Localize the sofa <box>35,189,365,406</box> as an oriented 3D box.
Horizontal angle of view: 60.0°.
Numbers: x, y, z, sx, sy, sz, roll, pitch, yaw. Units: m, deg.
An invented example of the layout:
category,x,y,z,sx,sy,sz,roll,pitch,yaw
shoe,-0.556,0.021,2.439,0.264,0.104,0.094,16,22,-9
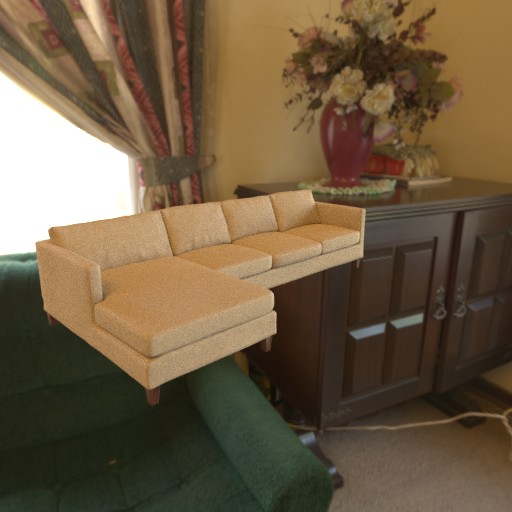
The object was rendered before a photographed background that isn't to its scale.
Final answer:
category,x,y,z,sx,sy,sz,roll,pitch,yaw
sofa,0.000,0.000,3.966,3.186,0.846,1.625,-15,21,-42
